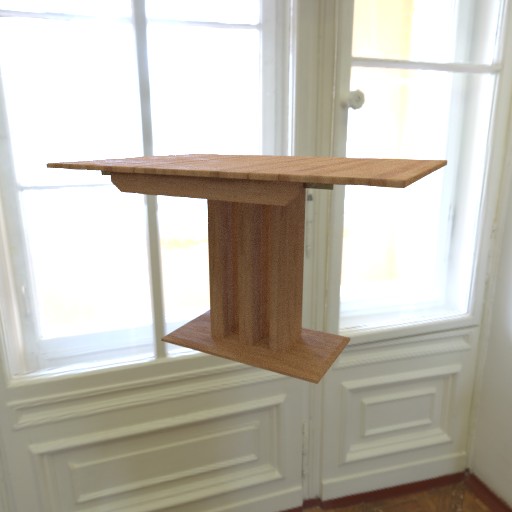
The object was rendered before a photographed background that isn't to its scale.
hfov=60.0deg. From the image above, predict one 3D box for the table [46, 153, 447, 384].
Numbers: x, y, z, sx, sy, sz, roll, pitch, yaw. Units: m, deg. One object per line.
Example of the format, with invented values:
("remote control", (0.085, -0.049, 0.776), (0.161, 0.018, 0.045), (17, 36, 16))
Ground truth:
("table", (0.000, 0.000, 1.840), (1.300, 0.770, 0.900), (8, 18, 27))
